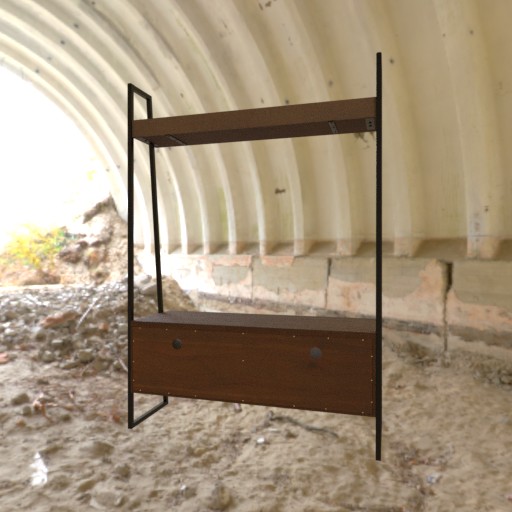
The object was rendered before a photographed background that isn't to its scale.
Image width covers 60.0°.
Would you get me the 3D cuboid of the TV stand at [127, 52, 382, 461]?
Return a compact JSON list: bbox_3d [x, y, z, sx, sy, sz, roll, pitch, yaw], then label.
[{"bbox_3d":[0.000,0.000,2.289,1.250,1.772,0.432,0,0,17],"label":"TV stand"}]
